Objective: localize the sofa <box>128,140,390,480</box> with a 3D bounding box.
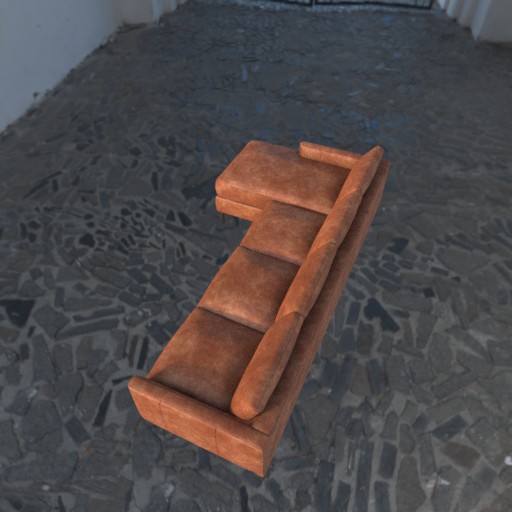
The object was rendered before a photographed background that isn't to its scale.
[{"bbox_3d":[0.000,0.000,3.656,1.471,0.859,2.993,18,49,17],"label":"sofa"}]
